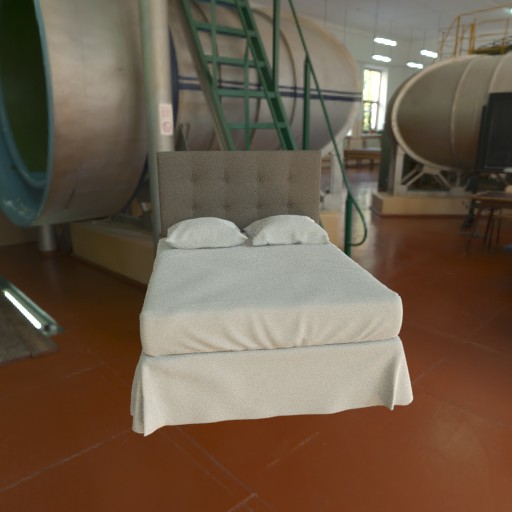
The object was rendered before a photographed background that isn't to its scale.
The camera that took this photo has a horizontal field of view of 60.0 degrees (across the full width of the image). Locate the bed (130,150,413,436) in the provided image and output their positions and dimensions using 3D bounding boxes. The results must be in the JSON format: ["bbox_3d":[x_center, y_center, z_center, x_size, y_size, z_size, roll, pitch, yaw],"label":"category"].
[{"bbox_3d":[0.000,0.000,3.612,1.936,1.577,2.222,-2,16,-8],"label":"bed"}]
